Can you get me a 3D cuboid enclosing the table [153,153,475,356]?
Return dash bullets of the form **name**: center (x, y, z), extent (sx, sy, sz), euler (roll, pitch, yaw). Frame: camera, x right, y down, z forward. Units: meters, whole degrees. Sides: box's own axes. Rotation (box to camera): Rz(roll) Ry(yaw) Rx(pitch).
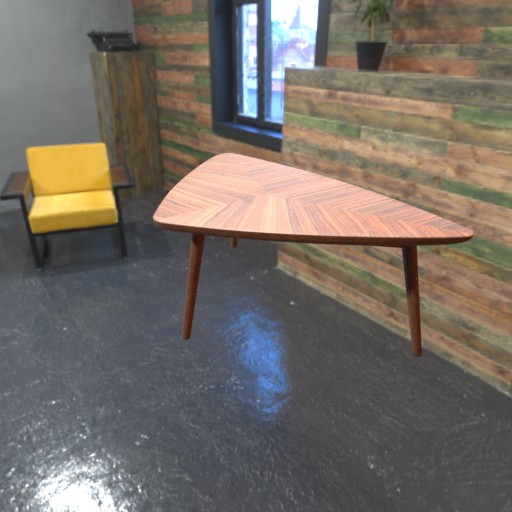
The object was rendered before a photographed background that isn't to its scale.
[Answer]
- **table**: center (0.000, 0.000, 1.298), extent (0.601, 0.365, 1.008), euler (-18, 31, -33)
